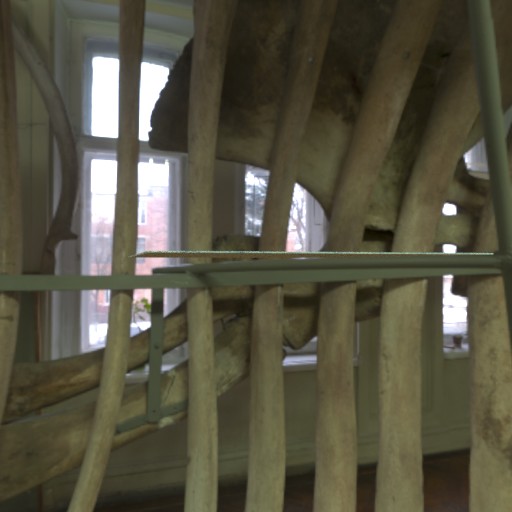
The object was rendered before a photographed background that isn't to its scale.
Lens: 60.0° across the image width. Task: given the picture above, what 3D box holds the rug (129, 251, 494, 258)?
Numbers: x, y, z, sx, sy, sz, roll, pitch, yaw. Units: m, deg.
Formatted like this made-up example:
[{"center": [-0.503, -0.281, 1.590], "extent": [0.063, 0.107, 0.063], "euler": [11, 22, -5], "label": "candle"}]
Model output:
[{"center": [0.000, 0.000, 2.858], "extent": [1.522, 0.006, 2.286], "euler": [0, -1, -18], "label": "rug"}]
